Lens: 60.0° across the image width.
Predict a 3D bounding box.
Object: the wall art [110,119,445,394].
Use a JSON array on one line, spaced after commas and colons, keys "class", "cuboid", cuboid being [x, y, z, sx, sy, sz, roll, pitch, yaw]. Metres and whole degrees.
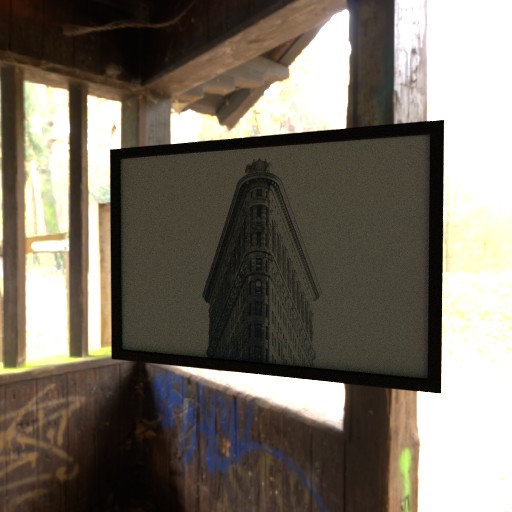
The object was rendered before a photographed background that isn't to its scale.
[{"class": "wall art", "cuboid": [0.000, 0.000, 1.232, 0.958, 0.656, 0.026, 1, 1, 20]}]
